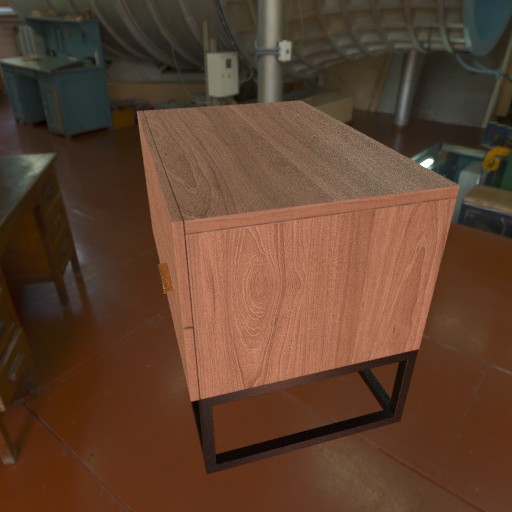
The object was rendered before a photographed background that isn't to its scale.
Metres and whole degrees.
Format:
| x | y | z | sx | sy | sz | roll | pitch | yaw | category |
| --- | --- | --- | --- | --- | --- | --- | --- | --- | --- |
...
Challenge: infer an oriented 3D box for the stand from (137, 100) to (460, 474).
| x | y | z | sx | sy | sz | roll | pitch | yaw | category |
| --- | --- | --- | --- | --- | --- | --- | --- | --- | --- |
| 0.000 | 0.000 | 0.947 | 0.420 | 0.500 | 0.600 | -9 | 32 | -14 | stand |
